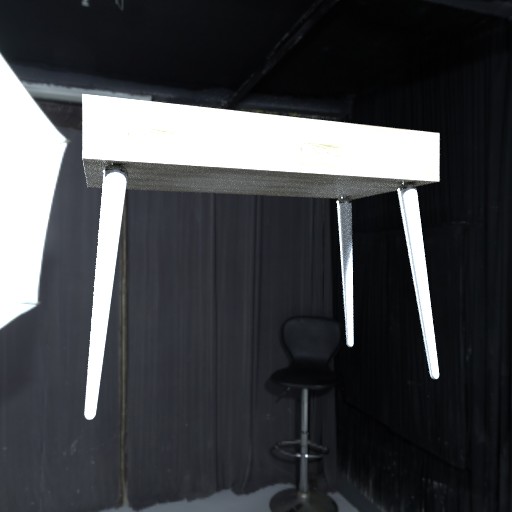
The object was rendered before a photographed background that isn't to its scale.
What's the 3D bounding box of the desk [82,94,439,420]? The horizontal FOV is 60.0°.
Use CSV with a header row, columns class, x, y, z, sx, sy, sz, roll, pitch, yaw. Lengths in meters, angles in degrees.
class,x,y,z,sx,sy,sz,roll,pitch,yaw
desk,0.000,0.000,1.366,0.979,0.723,0.491,0,1,-19
